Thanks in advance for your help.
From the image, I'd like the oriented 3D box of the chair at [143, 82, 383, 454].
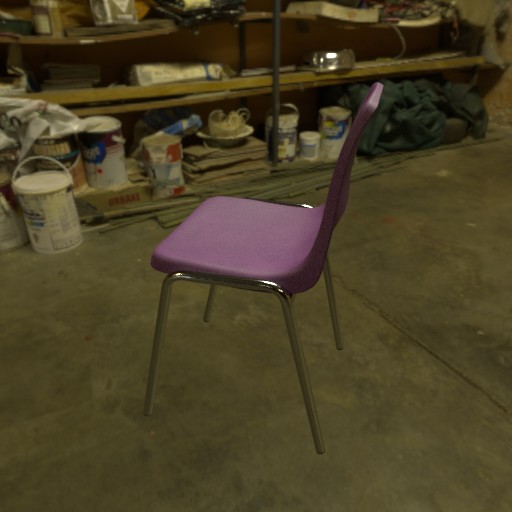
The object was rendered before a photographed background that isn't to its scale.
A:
[{"bbox_3d":[0.000,0.000,0.947,0.432,0.704,0.381,8,30,14],"label":"chair"}]
